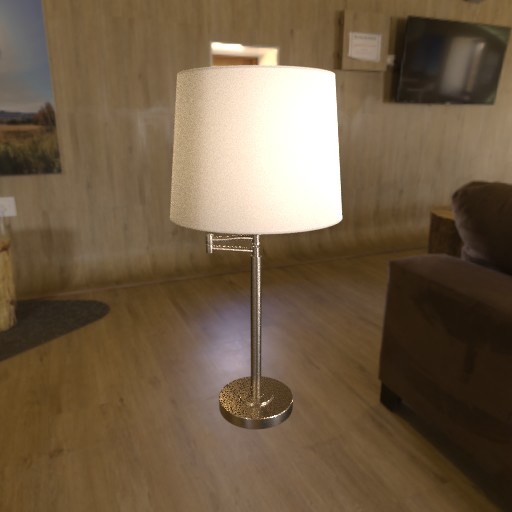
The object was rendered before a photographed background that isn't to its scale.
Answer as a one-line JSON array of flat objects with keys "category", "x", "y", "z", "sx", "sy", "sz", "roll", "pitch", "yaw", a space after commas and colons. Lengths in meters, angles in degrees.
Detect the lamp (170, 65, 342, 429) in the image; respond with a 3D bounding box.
[{"category": "lamp", "x": 0.000, "y": 0.000, "z": 0.893, "sx": 0.333, "sy": 0.696, "sz": 0.333, "roll": 0, "pitch": 16, "yaw": 0}]
